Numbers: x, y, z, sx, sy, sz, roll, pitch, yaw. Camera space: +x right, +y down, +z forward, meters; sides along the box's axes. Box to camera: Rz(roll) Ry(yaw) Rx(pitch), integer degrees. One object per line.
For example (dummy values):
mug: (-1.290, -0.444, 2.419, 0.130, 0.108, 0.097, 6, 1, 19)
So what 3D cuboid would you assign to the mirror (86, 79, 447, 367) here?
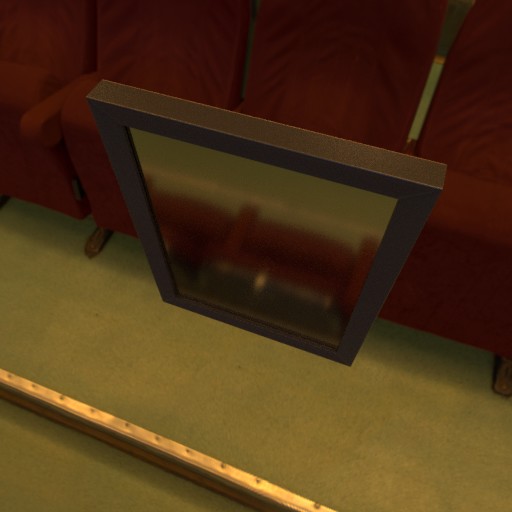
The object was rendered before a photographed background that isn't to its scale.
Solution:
mirror: (0.000, 0.000, 0.694, 0.405, 0.508, 0.041, 17, 58, 11)
